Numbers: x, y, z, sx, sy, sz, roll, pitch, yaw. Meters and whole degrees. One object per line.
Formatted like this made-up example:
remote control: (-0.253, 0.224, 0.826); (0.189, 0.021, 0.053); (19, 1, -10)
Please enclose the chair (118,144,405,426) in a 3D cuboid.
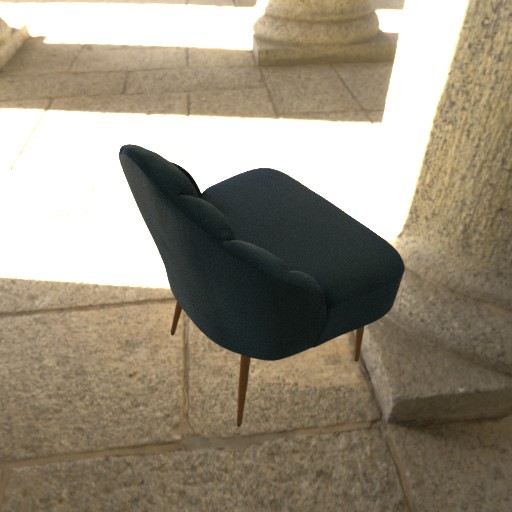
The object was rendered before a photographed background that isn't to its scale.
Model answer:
chair: (0.000, 0.000, 1.265); (0.599, 0.819, 0.657); (-25, 47, -26)
